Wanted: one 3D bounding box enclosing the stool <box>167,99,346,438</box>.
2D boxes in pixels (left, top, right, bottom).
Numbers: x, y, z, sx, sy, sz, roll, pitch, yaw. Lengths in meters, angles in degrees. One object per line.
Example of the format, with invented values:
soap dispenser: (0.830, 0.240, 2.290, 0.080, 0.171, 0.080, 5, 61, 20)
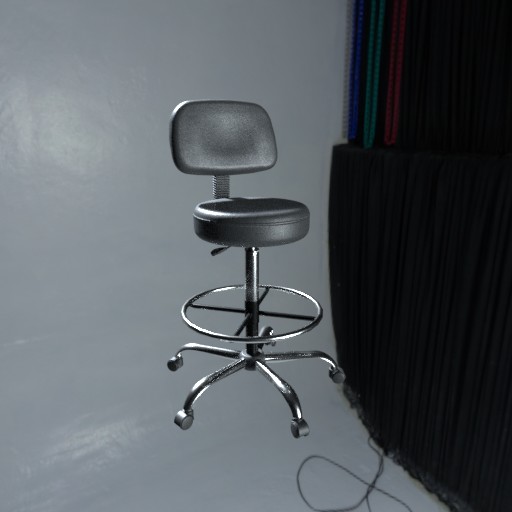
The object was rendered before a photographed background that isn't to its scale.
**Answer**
stool: (0.000, 0.000, 1.554, 0.694, 1.069, 0.658, -8, 18, -27)
